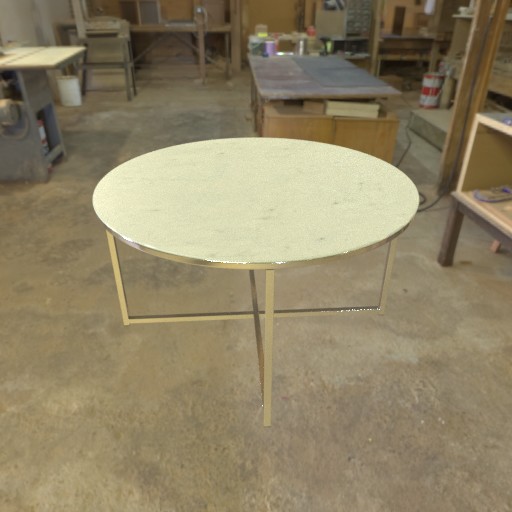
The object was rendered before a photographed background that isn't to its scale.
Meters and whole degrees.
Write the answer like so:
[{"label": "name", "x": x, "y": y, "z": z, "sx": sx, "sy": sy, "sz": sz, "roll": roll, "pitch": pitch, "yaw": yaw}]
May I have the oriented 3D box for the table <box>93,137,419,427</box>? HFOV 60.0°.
[{"label": "table", "x": 0.000, "y": 0.000, "z": 1.252, "sx": 0.800, "sy": 0.450, "sz": 0.800, "roll": 0, "pitch": 30, "yaw": 0}]
